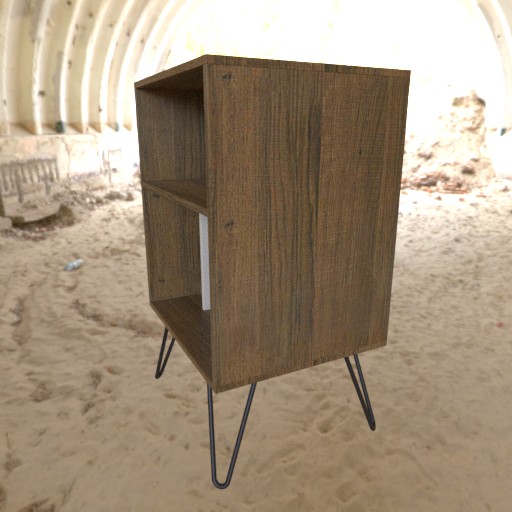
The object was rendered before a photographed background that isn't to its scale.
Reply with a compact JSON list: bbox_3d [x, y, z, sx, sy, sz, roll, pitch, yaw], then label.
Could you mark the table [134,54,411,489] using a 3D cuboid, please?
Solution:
[{"bbox_3d":[0.000,0.000,1.150,0.457,0.866,0.526,-8,18,-26],"label":"table"}]
